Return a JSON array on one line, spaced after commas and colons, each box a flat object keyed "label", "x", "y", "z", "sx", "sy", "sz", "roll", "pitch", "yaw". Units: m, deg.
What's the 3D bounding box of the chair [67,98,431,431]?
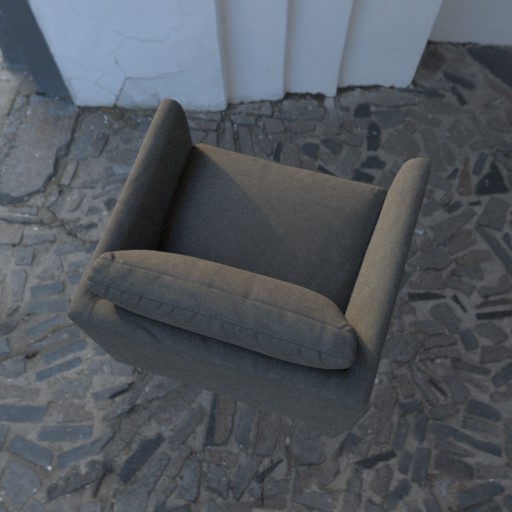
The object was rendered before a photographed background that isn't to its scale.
[{"label": "chair", "x": 0.000, "y": 0.000, "z": 1.874, "sx": 1.190, "sy": 0.845, "sz": 1.091, "roll": 15, "pitch": 63, "yaw": 8}]
